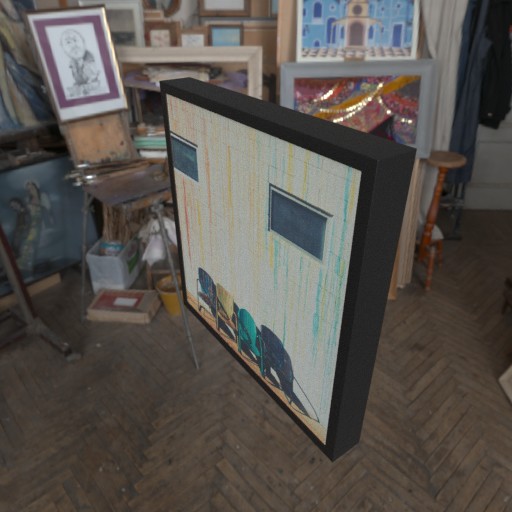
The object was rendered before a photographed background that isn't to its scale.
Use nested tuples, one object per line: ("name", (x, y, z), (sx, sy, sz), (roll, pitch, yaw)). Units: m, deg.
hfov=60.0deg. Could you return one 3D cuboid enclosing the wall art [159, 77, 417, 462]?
("wall art", (0.000, 0.000, 0.461), (0.038, 0.304, 0.304), (-21, 38, -30))
